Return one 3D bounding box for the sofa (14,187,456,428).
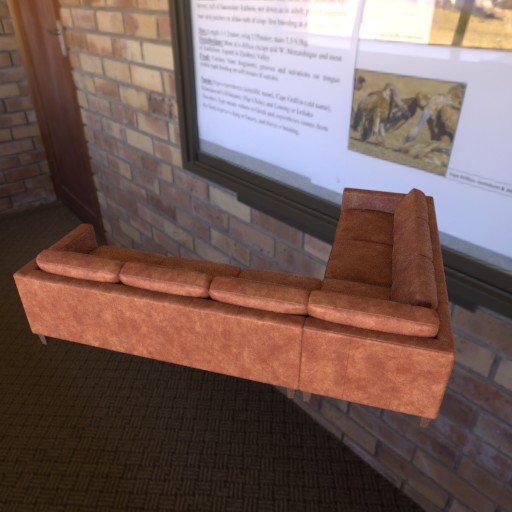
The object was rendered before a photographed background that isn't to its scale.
[{"bbox_3d":[0.000,0.000,4.120,3.150,0.838,2.438,8,32,14],"label":"sofa"}]
